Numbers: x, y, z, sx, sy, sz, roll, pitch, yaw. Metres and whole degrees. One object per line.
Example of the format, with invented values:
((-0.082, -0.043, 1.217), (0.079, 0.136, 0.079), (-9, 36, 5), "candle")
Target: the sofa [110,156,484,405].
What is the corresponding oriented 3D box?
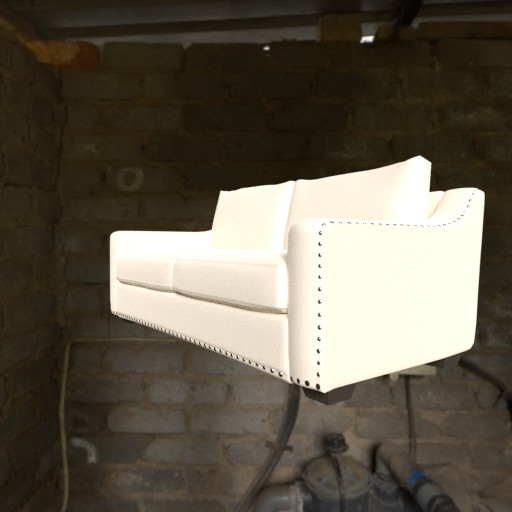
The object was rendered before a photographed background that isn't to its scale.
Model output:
((0.000, 0.000, 2.228), (0.949, 0.830, 1.812), (-1, 2, -36), "sofa")
